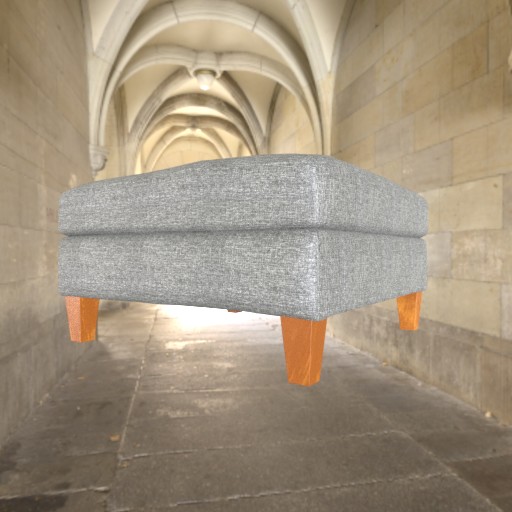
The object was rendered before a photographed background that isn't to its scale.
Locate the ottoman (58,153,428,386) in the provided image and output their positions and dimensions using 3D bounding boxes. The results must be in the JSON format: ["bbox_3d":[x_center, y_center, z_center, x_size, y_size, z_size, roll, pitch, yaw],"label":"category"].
[{"bbox_3d":[0.000,0.000,1.360,0.838,0.481,0.838,0,1,34],"label":"ottoman"}]
